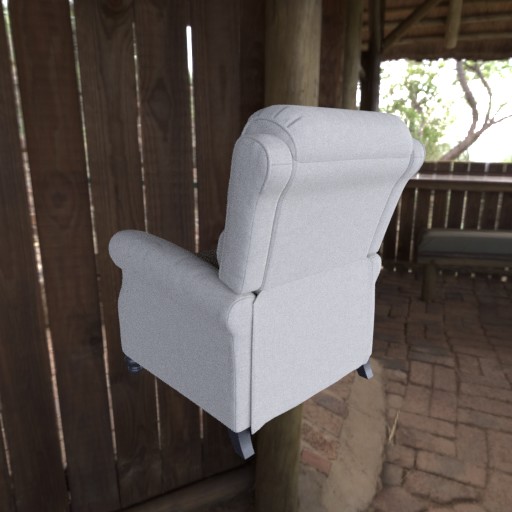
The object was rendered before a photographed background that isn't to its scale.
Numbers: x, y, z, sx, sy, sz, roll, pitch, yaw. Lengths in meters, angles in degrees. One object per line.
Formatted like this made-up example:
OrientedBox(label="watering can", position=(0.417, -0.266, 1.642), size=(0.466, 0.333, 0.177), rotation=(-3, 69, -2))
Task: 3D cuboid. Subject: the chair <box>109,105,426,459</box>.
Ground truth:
OrientedBox(label="chair", position=(0.000, 0.000, 1.711), size=(0.859, 1.046, 0.919), rotation=(-13, 20, -42))
